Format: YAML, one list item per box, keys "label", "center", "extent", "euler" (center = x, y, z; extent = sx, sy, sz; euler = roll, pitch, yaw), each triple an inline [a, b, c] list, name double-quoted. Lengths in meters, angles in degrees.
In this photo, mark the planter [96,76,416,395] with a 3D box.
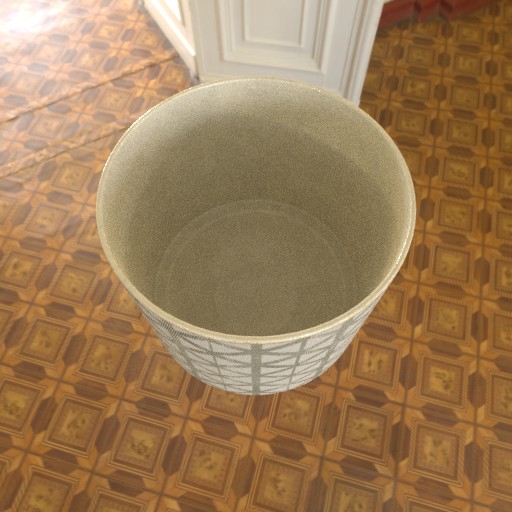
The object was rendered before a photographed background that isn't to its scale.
- label: "planter"
  center: [0.000, 0.000, 0.456]
  extent: [0.250, 0.239, 0.250]
  euler: [0, 63, 0]
